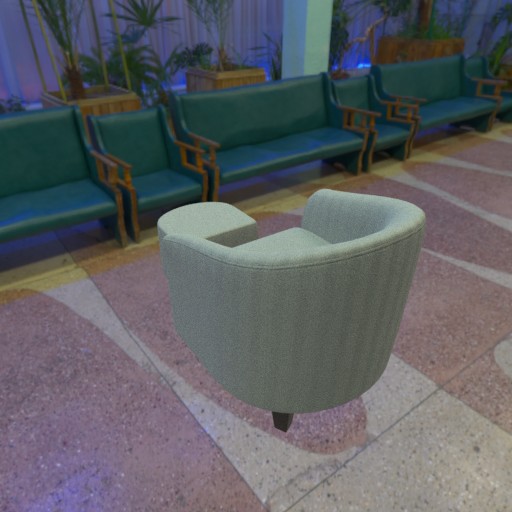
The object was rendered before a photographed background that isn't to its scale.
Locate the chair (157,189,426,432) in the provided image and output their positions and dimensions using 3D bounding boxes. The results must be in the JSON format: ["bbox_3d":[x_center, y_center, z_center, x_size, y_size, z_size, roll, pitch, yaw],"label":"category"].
[{"bbox_3d":[0.000,0.000,1.792,0.756,0.757,1.288,-19,36,-29],"label":"chair"}]
